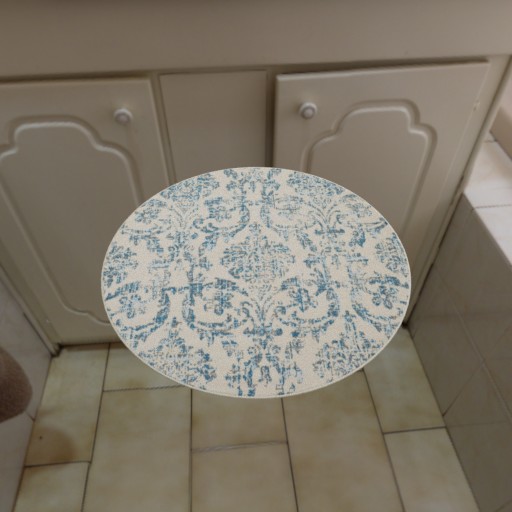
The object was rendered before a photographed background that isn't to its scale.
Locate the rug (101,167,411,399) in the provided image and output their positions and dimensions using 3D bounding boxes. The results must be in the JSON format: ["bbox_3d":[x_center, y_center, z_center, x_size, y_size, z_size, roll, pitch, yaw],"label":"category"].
[{"bbox_3d":[0.000,0.000,2.341,1.593,0.012,1.593,0,47,0],"label":"rug"}]
